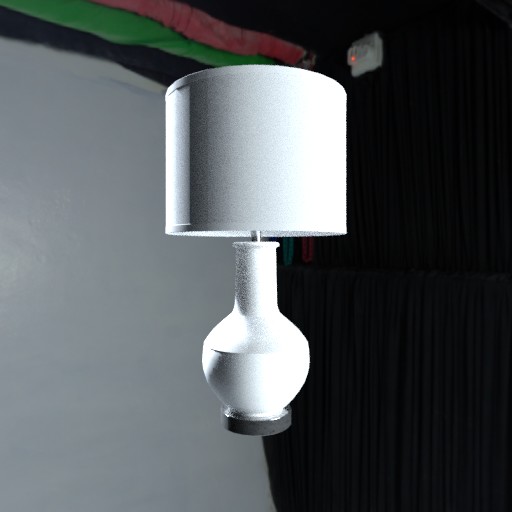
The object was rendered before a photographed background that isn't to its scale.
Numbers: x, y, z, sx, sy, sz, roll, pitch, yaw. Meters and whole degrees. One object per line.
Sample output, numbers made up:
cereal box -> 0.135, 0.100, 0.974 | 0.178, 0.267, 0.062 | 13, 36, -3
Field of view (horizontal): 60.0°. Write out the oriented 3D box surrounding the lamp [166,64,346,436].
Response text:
lamp -> 0.000, 0.000, 0.895 | 0.357, 0.673, 0.357 | -1, 1, -38
